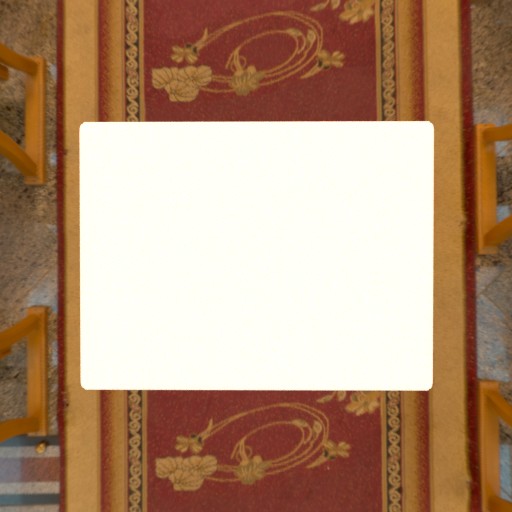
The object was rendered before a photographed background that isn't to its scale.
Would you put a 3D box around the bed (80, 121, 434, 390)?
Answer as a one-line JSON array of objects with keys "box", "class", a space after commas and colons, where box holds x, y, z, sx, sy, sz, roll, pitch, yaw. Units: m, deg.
[{"box": [0.000, 0.000, 2.712, 2.016, 0.431, 1.536, 0, 91, 0], "class": "bed"}]
